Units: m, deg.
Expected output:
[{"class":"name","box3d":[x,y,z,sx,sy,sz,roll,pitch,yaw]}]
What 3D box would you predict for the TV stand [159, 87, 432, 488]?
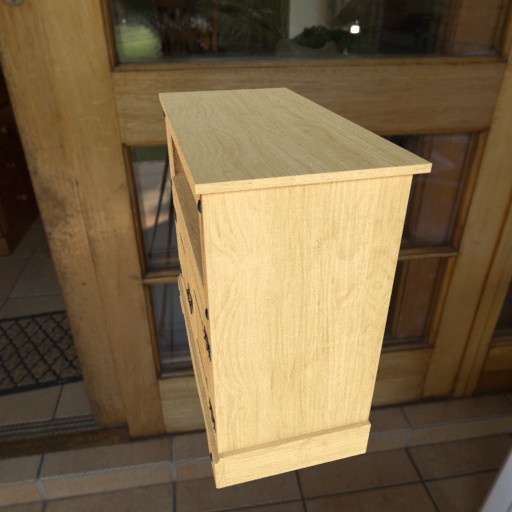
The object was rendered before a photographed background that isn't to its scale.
[{"class":"TV stand","box3d":[0.000,0.000,1.297,0.430,0.787,0.851,-7,30,-13]}]
